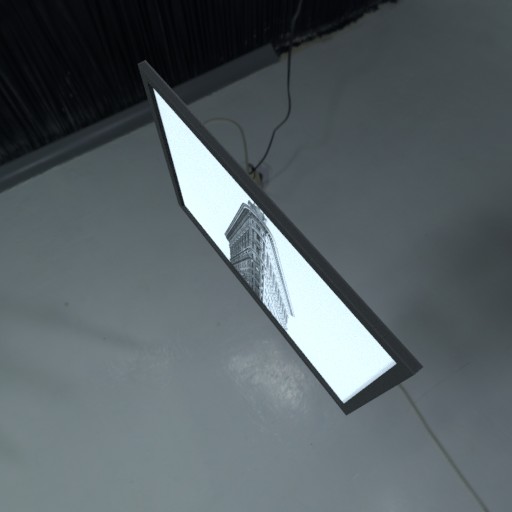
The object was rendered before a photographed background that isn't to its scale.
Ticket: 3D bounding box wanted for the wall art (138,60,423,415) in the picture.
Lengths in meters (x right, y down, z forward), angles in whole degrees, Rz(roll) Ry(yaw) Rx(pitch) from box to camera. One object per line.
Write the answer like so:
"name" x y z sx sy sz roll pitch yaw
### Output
"wall art" 0.000 0.000 1.251 0.049 0.659 0.964 -33 69 -15
